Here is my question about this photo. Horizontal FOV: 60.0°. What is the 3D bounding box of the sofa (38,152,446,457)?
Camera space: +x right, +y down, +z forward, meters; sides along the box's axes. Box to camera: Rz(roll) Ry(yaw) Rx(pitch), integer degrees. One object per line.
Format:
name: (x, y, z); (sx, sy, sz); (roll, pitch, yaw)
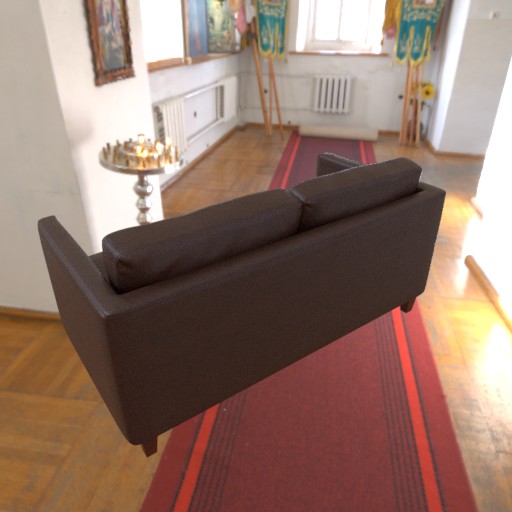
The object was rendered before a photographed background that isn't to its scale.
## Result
sofa: (0.000, 0.000, 2.340); (1.883, 0.933, 0.951); (-20, 35, -31)
